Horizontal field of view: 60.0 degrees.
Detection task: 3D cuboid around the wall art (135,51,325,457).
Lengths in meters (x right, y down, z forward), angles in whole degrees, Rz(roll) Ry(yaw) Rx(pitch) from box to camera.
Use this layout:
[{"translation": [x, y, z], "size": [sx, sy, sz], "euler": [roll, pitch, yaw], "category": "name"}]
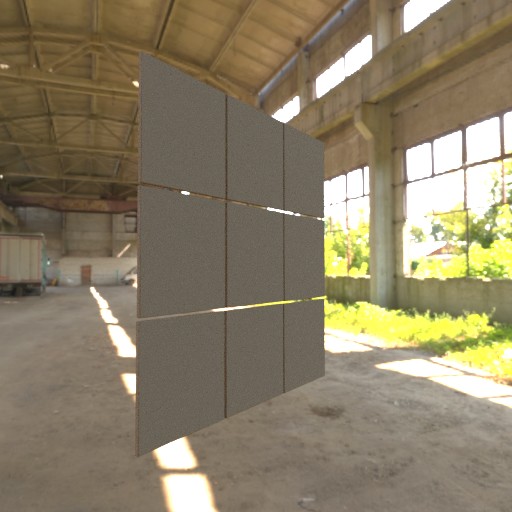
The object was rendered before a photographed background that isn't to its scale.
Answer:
[{"translation": [0.000, 0.000, 1.376], "size": [0.010, 0.917, 0.919], "euler": [-1, -2, 35], "category": "wall art"}]
